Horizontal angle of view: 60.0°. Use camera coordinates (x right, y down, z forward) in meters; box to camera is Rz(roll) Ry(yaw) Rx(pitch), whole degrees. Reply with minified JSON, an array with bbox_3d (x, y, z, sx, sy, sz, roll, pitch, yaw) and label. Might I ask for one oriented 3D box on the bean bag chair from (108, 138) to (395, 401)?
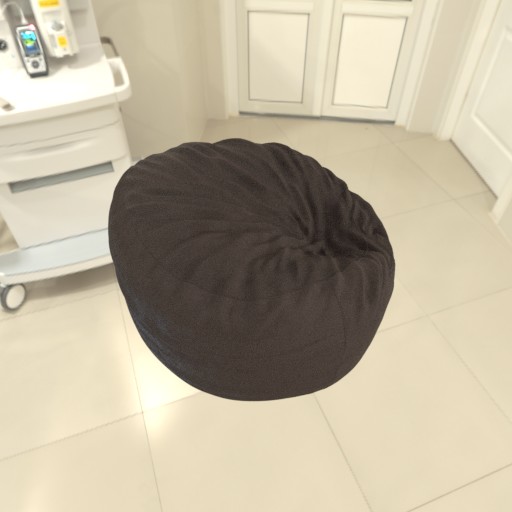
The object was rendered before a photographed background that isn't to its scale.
[{"bbox_3d":[0.000,0.000,2.073,1.245,0.821,1.245,0,46,0],"label":"bean bag chair"}]
